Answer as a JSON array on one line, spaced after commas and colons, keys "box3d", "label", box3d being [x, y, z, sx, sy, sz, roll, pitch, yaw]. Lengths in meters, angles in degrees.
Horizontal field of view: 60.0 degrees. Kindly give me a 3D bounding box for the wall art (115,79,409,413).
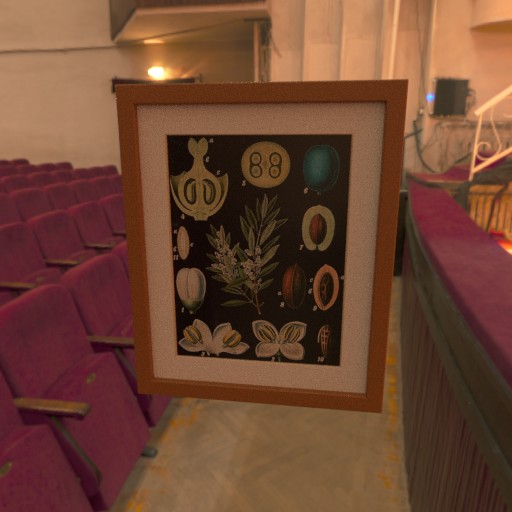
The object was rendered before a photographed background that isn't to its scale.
[{"box3d": [0.000, 0.000, 0.516, 0.310, 0.379, 0.015, 2, 15, 8], "label": "wall art"}]
